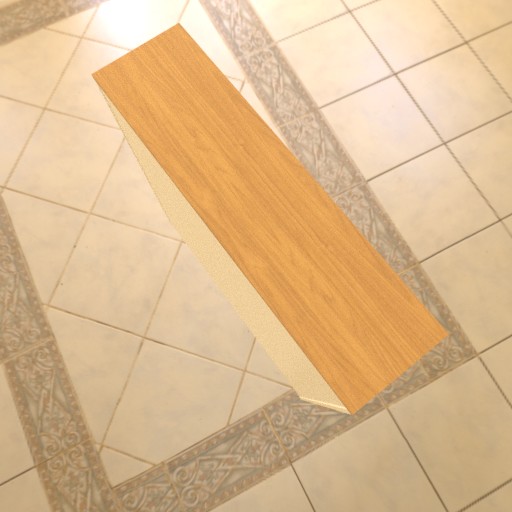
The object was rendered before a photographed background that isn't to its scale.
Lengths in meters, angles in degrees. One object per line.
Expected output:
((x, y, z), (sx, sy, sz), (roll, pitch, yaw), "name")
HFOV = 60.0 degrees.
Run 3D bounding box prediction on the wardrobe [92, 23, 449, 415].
((0.000, 0.000, 3.272), (0.590, 2.260, 2.160), (-36, 77, -10), "wardrobe")
